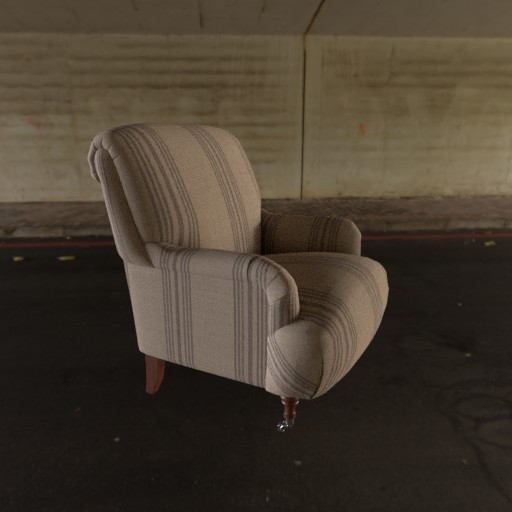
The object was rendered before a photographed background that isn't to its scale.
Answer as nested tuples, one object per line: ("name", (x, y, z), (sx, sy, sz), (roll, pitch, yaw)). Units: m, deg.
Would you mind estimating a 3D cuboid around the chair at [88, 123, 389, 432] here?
("chair", (0.000, 0.000, 1.633), (0.914, 0.940, 0.813), (8, 17, 26))
